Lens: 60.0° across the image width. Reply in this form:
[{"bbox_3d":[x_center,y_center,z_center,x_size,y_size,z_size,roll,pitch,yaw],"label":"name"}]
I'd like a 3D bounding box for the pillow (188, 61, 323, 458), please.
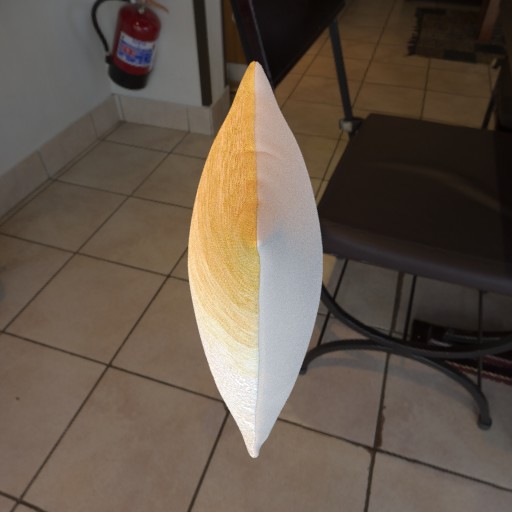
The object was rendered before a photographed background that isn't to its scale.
[{"bbox_3d":[0.000,0.000,0.703,0.211,0.450,0.450,0,43,0],"label":"pillow"}]
